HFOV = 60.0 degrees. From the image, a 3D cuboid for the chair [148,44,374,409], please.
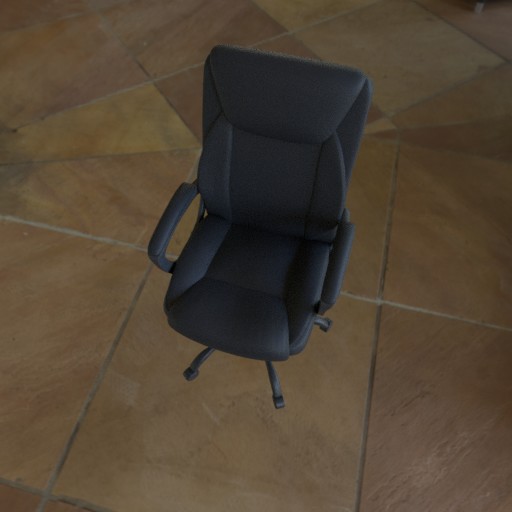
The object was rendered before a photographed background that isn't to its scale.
[{"bbox_3d":[0.000,0.000,1.444,0.615,1.072,0.655,15,57,10],"label":"chair"}]
